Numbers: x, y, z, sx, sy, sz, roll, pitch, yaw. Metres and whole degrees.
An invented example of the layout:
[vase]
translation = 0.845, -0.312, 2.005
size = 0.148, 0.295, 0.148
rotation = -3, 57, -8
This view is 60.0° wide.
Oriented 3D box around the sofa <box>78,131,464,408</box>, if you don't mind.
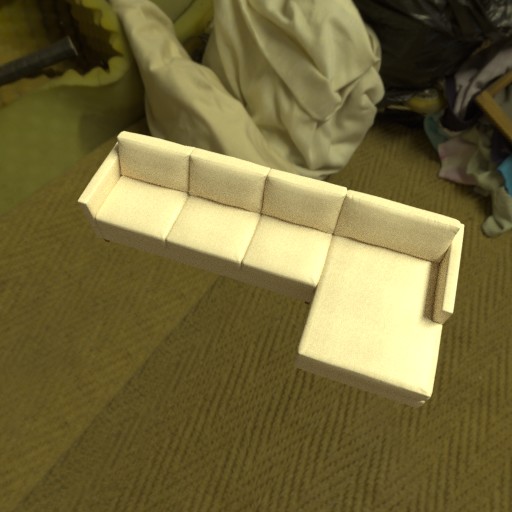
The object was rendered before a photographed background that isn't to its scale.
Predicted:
[sofa]
translation = 0.000, 0.000, 4.137
size = 3.471, 0.954, 1.603
rotation = 17, 61, 10
